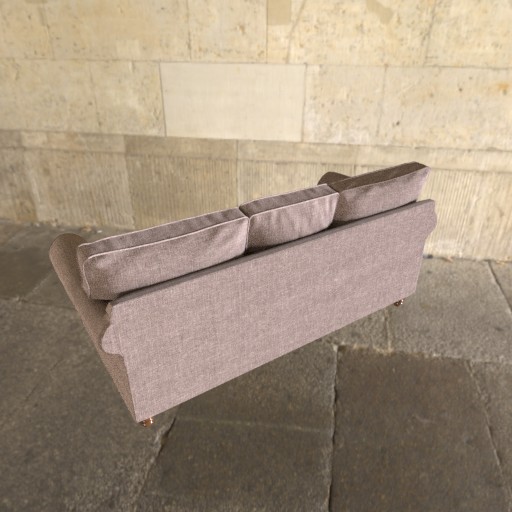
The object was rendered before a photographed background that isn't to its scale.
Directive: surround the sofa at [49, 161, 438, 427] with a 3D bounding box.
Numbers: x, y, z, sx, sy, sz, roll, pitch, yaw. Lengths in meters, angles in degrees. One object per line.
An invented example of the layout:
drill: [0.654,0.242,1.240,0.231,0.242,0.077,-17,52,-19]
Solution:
sofa: [0.000,0.000,2.591,2.084,0.961,0.916,-18,34,-29]
